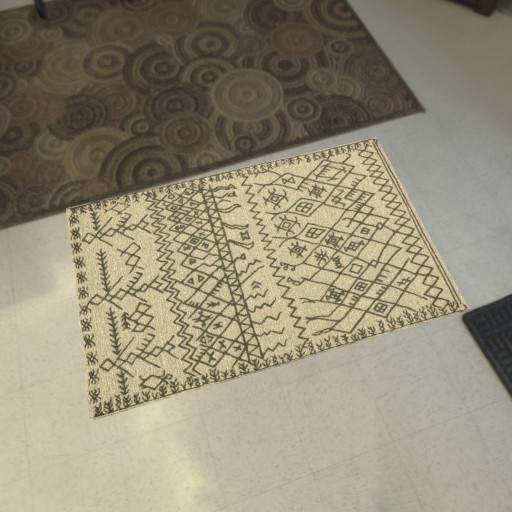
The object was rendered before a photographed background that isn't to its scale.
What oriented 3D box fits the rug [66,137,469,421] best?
[{"bbox_3d":[0.000,0.000,3.057,2.444,0.012,1.530,-14,64,-7],"label":"rug"}]
